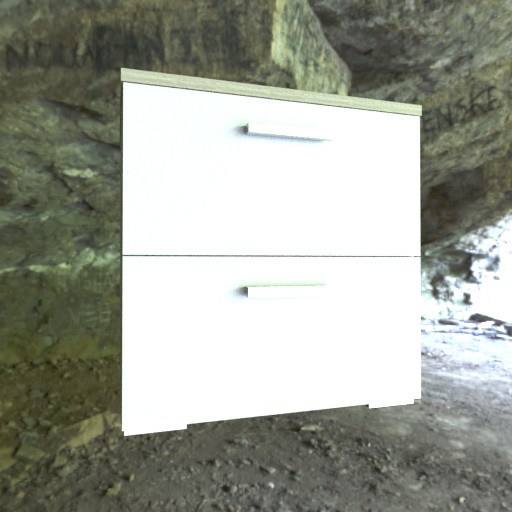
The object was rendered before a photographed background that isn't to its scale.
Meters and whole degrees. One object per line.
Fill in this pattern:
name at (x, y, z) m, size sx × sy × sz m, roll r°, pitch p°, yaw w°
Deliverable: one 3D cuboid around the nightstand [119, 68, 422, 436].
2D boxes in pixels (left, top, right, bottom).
nightstand at (0.000, 0.000, 0.751) m, size 0.442 × 0.461 × 0.325 m, roll 0°, pitch -1°, yaw -17°
